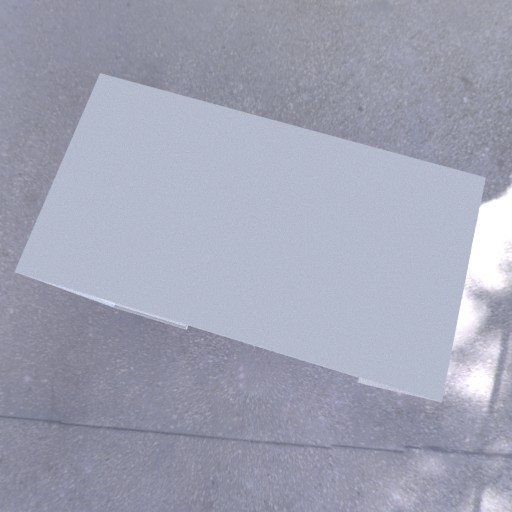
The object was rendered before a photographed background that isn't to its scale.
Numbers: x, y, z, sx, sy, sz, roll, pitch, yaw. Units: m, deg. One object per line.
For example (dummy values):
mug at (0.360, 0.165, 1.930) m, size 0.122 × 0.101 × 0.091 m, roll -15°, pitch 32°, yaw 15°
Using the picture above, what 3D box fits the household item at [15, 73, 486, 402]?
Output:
household item at (0.000, 0.000, 1.516) m, size 1.100 × 0.749 × 0.597 m, roll 16°, pitch 77°, yaw 4°
